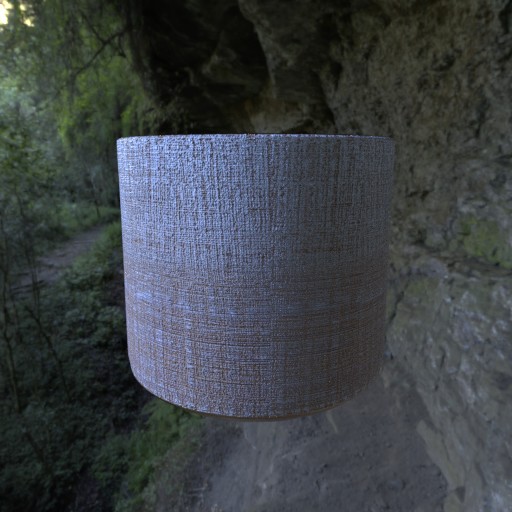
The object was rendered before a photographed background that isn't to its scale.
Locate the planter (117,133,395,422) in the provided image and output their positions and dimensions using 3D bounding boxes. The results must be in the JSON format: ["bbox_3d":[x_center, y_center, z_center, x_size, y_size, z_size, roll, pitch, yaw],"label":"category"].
[{"bbox_3d":[0.000,0.000,0.188,0.109,0.096,0.109,0,13,0],"label":"planter"}]
